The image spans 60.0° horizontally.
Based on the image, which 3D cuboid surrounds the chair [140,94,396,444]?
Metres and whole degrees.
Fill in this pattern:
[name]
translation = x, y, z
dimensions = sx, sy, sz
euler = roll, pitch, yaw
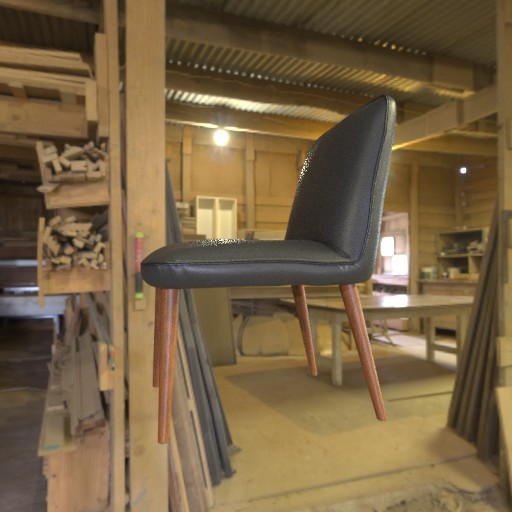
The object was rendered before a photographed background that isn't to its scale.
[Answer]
[chair]
translation = 0.000, 0.000, 1.232
dimensions = 0.645, 0.801, 0.543
euler = 0, -1, -19
